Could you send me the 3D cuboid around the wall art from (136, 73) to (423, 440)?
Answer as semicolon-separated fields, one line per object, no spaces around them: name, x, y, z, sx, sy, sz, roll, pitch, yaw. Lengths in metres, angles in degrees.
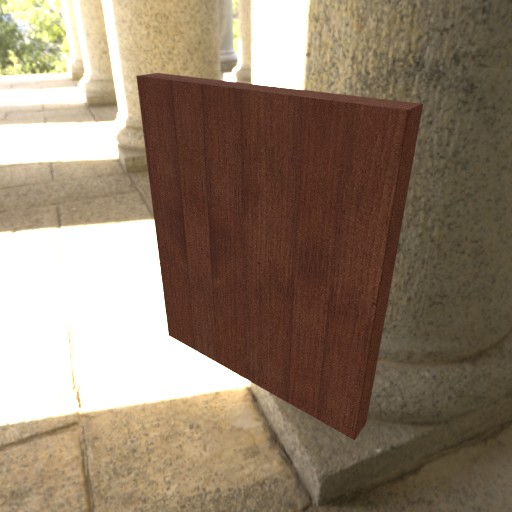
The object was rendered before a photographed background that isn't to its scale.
wall art;0.000;0.000;0.625;0.377;0.449;0.039;20;35;32
